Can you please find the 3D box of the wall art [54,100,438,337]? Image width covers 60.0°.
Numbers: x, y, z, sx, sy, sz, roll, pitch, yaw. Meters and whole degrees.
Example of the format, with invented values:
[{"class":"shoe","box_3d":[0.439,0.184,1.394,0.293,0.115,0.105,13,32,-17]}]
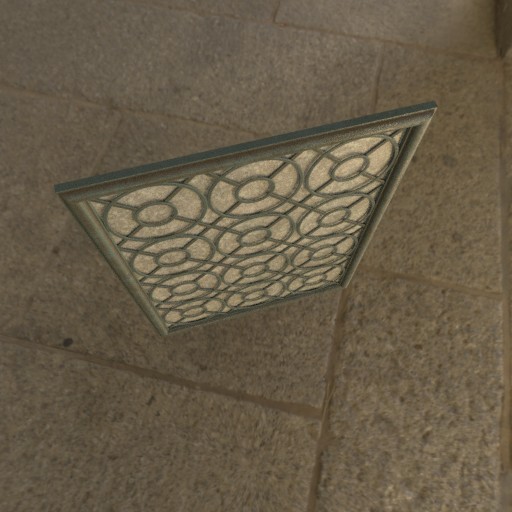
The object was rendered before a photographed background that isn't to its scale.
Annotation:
[{"class":"wall art","box_3d":[0.000,0.000,1.301,0.767,0.983,0.030,-14,65,-7]}]
